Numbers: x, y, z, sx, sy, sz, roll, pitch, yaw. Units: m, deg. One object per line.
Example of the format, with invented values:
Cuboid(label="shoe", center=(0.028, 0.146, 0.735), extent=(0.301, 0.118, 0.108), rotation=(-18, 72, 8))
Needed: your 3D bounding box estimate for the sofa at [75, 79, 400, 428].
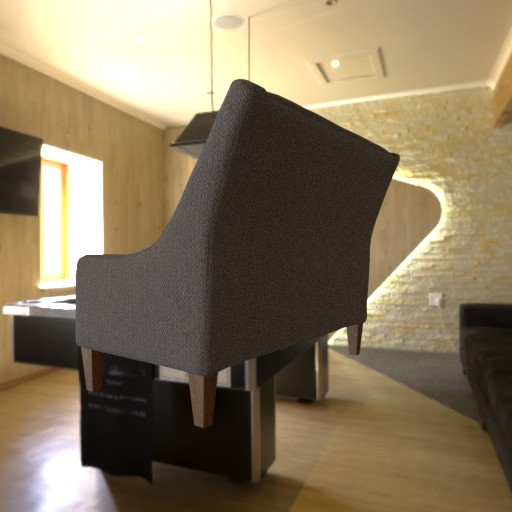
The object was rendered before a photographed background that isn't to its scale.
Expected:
Cuboid(label="sofa", center=(0.000, 0.000, 1.940), extent=(0.873, 1.022, 1.242), rotation=(1, 1, 36))
